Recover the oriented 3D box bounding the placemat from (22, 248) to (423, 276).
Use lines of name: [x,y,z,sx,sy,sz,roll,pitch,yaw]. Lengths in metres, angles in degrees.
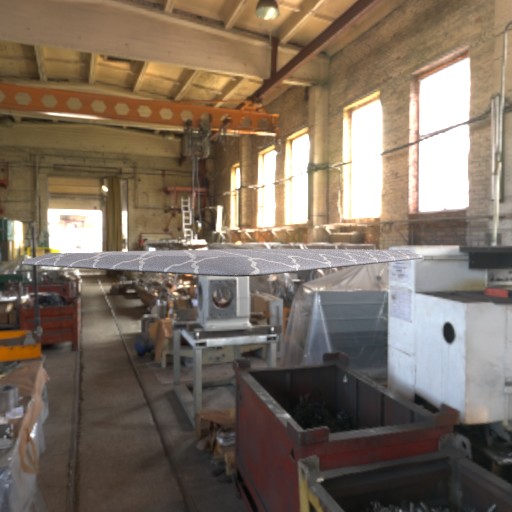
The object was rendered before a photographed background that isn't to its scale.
placemat: [0.000,0.000,0.944,0.508,0.021,0.762,1,2,35]
